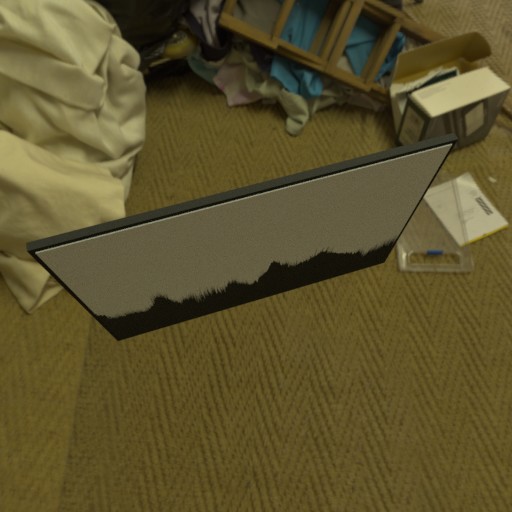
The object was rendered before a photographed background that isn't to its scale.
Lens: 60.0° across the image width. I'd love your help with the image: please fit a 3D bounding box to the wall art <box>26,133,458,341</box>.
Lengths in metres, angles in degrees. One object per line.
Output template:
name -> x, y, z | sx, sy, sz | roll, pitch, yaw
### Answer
wall art -> 0.000, 0.000, 1.535 | 1.190, 0.805, 0.028 | -16, 64, -8
